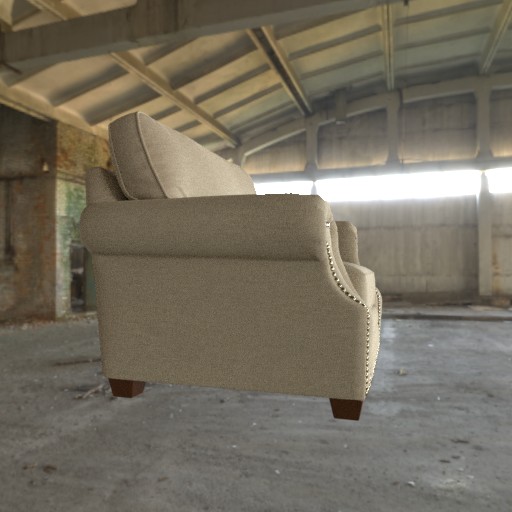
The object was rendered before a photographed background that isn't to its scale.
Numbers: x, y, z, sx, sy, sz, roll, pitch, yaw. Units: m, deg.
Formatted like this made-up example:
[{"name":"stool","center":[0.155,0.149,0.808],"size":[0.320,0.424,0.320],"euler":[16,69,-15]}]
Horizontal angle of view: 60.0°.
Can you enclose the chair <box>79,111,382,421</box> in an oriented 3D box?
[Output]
[{"name":"chair","center":[0.000,0.000,1.815],"size":[0.965,0.961,1.092],"euler":[0,-2,18]}]
